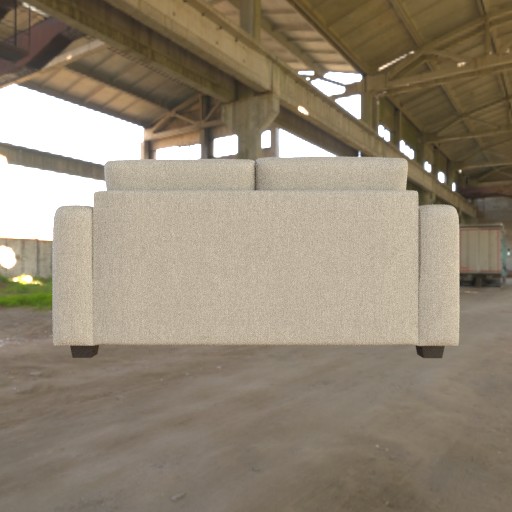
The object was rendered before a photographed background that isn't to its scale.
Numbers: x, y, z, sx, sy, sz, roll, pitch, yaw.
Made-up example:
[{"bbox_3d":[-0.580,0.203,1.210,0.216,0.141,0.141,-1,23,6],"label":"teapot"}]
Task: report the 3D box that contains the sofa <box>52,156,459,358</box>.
[{"bbox_3d":[0.000,0.000,2.084,1.540,0.800,0.900,0,0,0],"label":"sofa"}]
